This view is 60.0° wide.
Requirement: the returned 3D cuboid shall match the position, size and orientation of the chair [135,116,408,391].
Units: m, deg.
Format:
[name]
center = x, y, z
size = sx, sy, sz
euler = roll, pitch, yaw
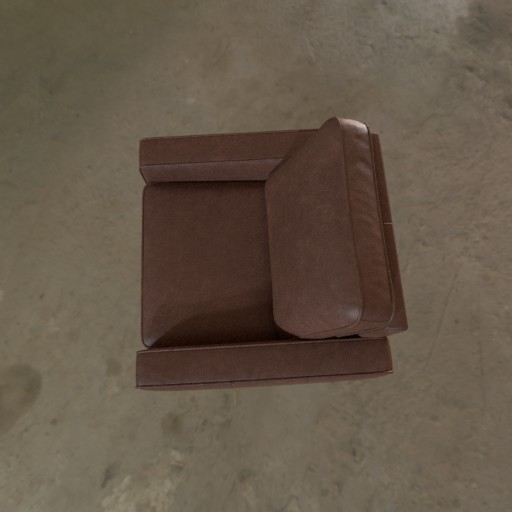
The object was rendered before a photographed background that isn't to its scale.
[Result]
[chair]
center = 0.000, 0.000, 1.791
size = 0.940, 0.919, 1.017
euler = -3, 74, -1
